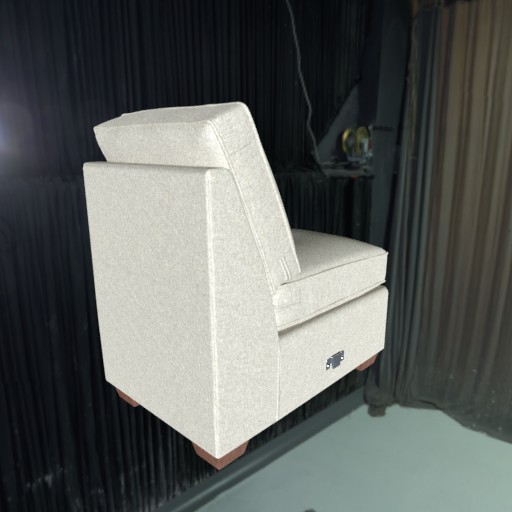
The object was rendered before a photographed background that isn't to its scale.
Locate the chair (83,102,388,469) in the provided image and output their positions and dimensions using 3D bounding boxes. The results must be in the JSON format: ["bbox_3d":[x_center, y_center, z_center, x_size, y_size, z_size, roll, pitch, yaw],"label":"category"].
[{"bbox_3d":[0.000,0.000,1.721,0.674,1.058,1.020,13,19,42],"label":"chair"}]
